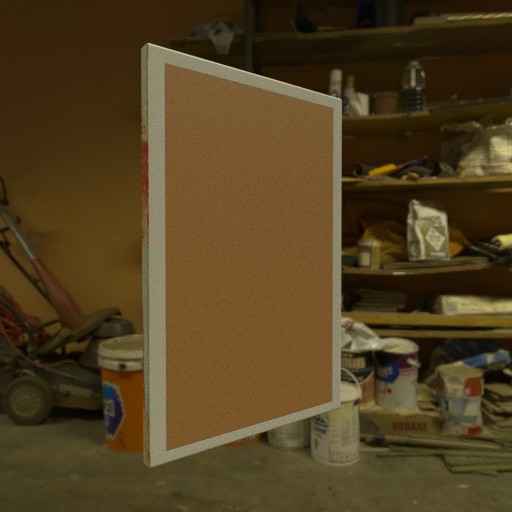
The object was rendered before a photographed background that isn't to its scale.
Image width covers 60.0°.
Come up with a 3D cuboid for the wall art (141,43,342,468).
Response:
[{"bbox_3d":[0.000,0.000,1.145,0.605,0.915,0.037,-1,2,-37],"label":"wall art"}]
